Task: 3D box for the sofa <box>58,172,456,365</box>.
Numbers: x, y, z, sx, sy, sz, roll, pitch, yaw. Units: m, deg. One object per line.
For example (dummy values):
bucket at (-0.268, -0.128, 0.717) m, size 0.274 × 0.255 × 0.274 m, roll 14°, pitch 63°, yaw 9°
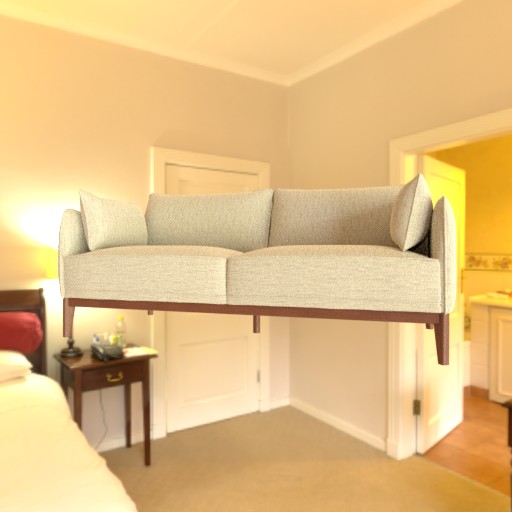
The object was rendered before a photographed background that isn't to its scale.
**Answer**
sofa at (0.000, 0.000, 2.472) m, size 1.989 × 0.860 × 0.991 m, roll 0°, pitch 1°, yaw 18°
